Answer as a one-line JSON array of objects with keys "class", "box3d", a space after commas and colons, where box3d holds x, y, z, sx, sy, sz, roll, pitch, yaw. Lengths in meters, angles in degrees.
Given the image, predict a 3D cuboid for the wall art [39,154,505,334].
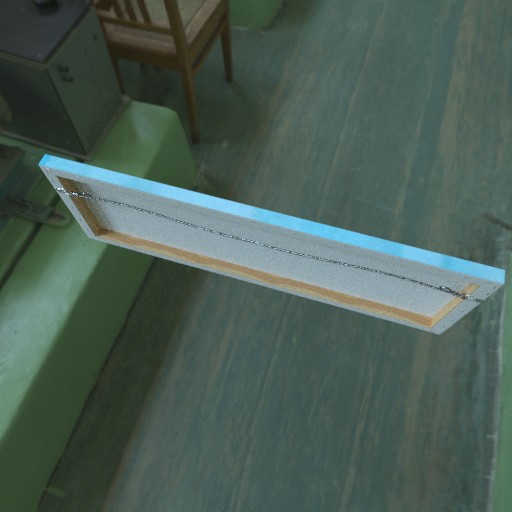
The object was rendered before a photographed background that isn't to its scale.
[{"class": "wall art", "box3d": [0.000, 0.000, 0.804, 0.759, 0.254, 0.044, 15, 64, 7]}]
